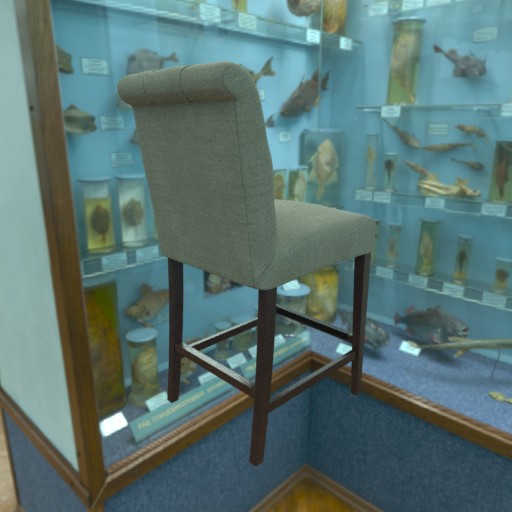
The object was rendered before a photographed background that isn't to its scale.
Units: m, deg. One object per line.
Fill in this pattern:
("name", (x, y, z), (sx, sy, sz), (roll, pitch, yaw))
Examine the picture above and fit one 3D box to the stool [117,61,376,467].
("stool", (0.000, 0.000, 1.433), (0.660, 1.084, 0.486), (-16, 23, -42))
